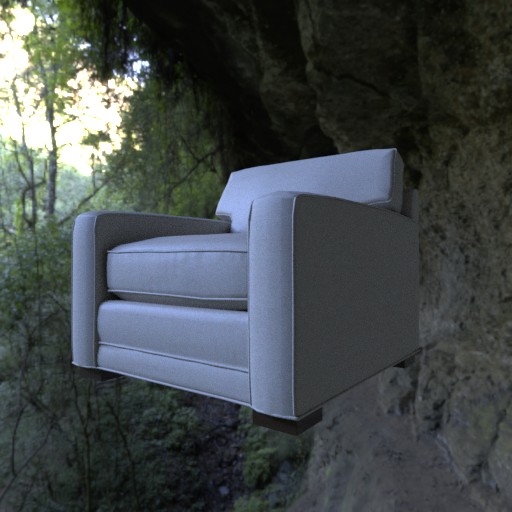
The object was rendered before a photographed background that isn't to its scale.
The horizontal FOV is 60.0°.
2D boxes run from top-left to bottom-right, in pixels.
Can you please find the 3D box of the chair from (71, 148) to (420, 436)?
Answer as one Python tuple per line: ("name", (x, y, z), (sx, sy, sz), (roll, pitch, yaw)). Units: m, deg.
("chair", (0.000, 0.000, 1.788), (0.998, 0.913, 1.043), (0, 0, 36))
